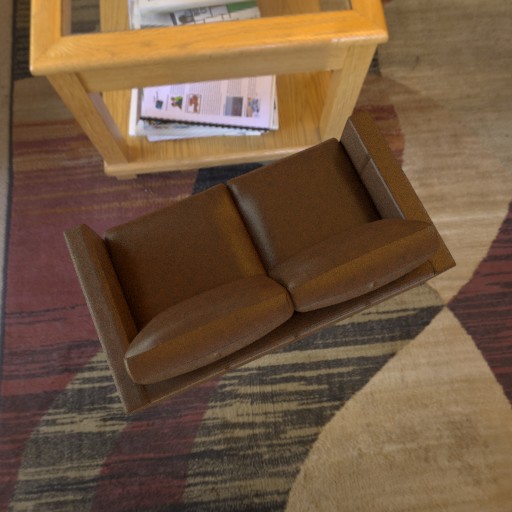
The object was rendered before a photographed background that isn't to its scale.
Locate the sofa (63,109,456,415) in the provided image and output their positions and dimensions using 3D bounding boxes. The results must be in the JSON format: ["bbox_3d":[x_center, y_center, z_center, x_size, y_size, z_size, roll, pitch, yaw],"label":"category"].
[{"bbox_3d":[0.000,0.000,2.212,1.578,0.951,0.909,-23,77,-6],"label":"sofa"}]
